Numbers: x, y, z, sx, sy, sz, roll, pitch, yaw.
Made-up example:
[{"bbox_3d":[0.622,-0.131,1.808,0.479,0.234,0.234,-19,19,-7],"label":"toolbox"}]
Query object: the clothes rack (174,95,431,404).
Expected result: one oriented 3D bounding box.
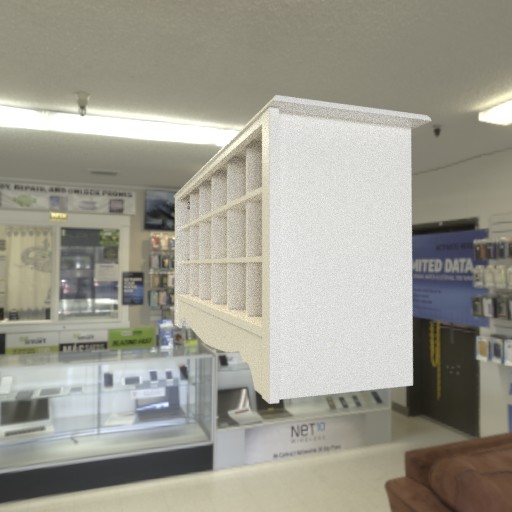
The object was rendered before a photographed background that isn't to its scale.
[{"bbox_3d":[0.000,0.000,1.321,0.324,0.531,1.120,0,-1,-19],"label":"clothes rack"}]
